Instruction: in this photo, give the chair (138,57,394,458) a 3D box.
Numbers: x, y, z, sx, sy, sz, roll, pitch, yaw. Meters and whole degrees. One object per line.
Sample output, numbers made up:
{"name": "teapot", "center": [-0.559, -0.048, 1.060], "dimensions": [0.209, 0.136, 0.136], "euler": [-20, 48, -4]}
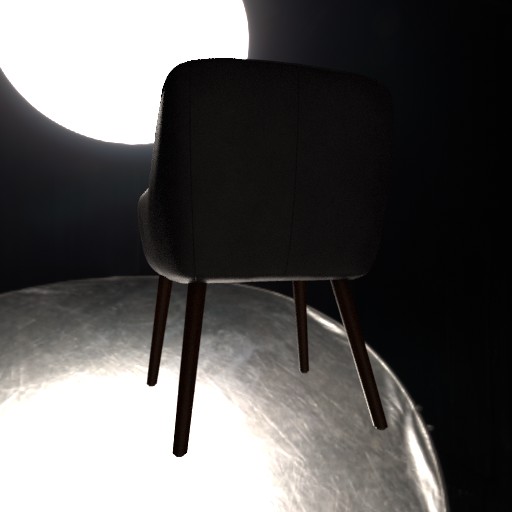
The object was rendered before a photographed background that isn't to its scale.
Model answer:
{"name": "chair", "center": [0.000, 0.000, 1.222], "dimensions": [0.610, 0.828, 0.610], "euler": [0, 1, -17]}
